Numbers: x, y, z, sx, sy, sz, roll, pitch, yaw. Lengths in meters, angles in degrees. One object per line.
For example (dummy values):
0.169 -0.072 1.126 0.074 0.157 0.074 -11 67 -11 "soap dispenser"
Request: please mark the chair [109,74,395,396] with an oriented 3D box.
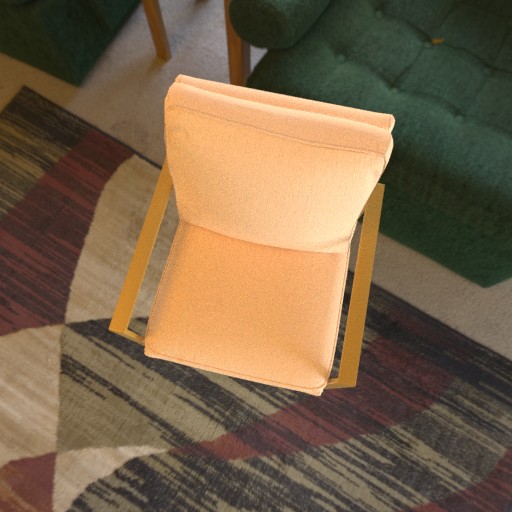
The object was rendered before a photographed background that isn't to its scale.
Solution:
0.000 0.000 1.526 0.758 0.956 0.813 12 74 4 "chair"
